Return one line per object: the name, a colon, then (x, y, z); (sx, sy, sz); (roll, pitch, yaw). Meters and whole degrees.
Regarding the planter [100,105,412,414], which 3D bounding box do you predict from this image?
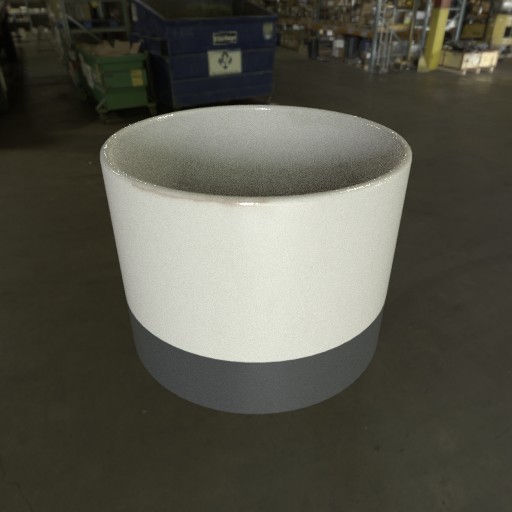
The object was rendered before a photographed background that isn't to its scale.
planter: (0.000, 0.000, 0.331); (0.193, 0.177, 0.193); (0, 31, 0)
